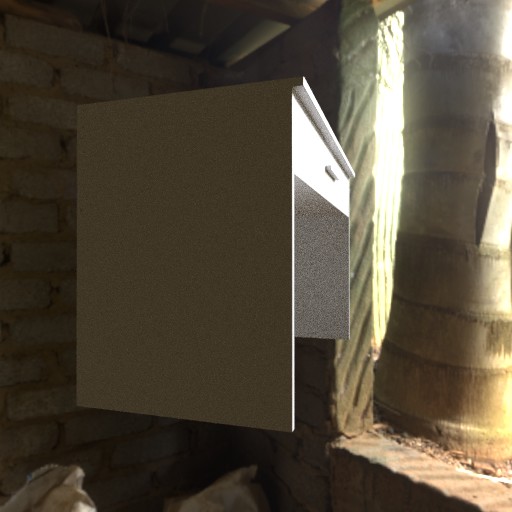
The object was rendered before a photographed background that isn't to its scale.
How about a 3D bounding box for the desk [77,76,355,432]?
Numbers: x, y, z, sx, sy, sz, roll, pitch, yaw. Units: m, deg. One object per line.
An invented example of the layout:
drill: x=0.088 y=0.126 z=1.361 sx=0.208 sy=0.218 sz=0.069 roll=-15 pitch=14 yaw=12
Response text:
desk: x=0.000 y=0.000 z=1.513 sx=0.560 sy=0.730 sz=1.100 roll=0 pitch=0 yaw=18
